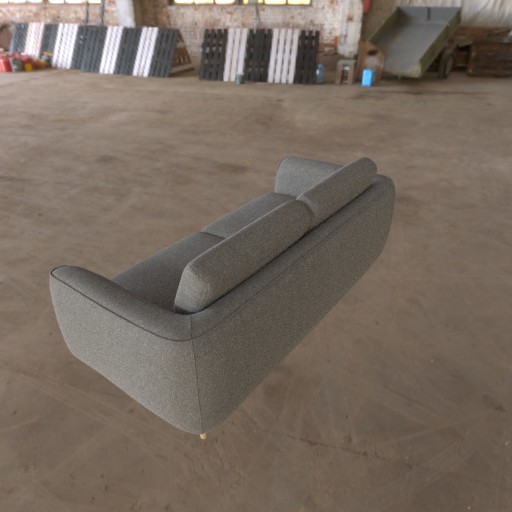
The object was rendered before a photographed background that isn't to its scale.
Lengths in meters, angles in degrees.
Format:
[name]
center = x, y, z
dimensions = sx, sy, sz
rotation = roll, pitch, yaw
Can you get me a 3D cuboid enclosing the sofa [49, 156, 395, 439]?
[sofa]
center = 0.000, 0.000, 2.467
dimensions = 0.920, 0.870, 2.000
rotation = 21, 37, 31
